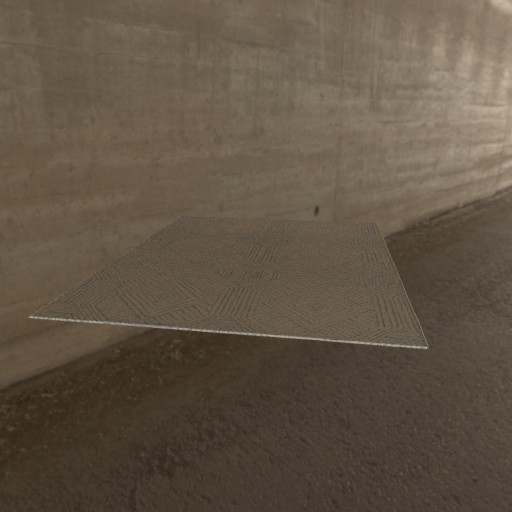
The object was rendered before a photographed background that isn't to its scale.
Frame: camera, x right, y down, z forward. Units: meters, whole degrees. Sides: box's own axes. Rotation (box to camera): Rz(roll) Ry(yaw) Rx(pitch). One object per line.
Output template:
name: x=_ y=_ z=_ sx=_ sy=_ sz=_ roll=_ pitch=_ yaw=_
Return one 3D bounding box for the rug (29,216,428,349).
rug: x=0.000 y=0.000 z=4.083 sx=2.457 sy=0.015 sz=3.049 roll=3 pitch=18 yaw=9
